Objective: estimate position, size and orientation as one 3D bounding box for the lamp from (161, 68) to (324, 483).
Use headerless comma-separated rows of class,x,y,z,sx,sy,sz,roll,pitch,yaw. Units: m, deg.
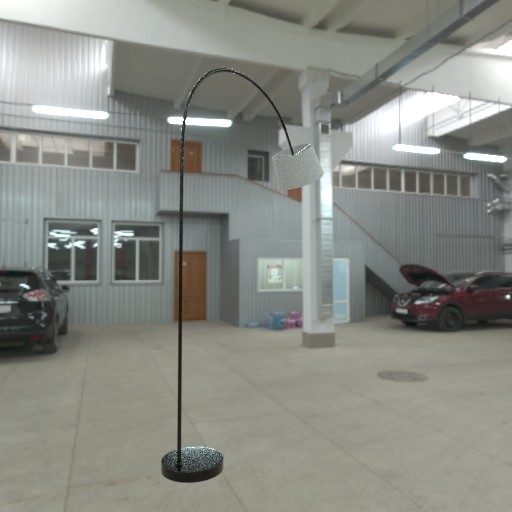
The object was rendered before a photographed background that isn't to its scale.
lamp,0.000,0.000,2.632,0.331,2.104,1.363,-1,-3,35
